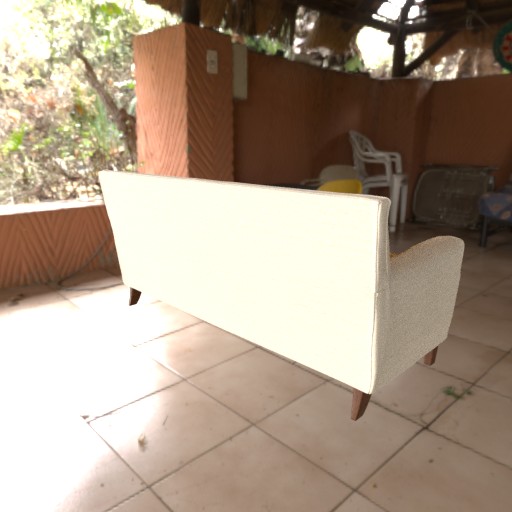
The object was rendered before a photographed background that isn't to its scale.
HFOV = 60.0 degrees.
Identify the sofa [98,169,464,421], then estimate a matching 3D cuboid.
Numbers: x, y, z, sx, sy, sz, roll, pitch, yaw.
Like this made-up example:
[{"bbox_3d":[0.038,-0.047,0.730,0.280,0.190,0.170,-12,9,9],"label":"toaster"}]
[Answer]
[{"bbox_3d":[0.000,0.000,2.485,0.841,0.907,2.001,-14,20,-43],"label":"sofa"}]
